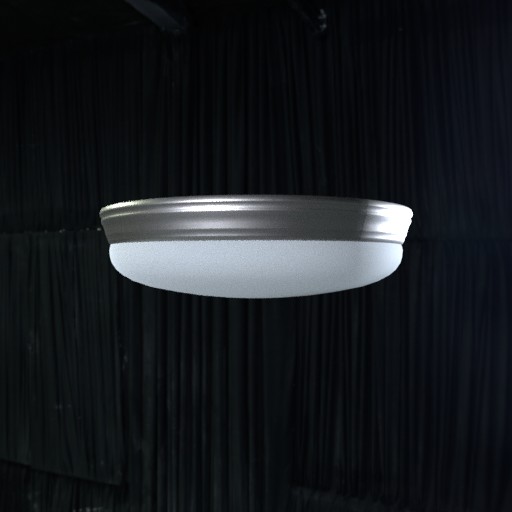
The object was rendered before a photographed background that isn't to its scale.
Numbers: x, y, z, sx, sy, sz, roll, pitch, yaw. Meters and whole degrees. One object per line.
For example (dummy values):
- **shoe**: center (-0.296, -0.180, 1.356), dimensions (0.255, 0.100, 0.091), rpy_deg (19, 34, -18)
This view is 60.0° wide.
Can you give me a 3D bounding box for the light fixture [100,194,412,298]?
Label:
- **light fixture**: center (0.000, 0.000, 0.552), dimensions (0.368, 0.100, 0.368), rpy_deg (0, 0, 0)
